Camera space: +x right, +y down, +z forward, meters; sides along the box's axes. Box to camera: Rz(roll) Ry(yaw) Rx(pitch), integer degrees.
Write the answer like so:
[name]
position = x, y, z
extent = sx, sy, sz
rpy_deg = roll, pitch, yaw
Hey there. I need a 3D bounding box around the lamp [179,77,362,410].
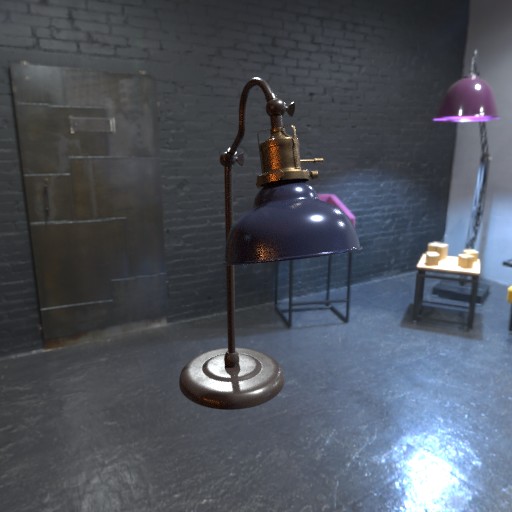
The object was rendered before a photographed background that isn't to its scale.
[lamp]
position = 0.000, 0.000, 0.674
extent = 0.192, 0.508, 0.374
rpy_deg = -8, 16, -28
